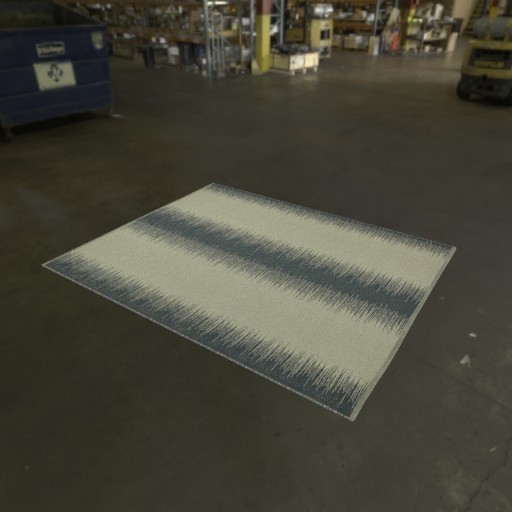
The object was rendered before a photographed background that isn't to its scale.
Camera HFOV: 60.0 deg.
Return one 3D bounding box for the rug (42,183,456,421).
[{"bbox_3d":[0.000,0.000,4.139,3.037,0.004,2.453,19,36,29],"label":"rug"}]
